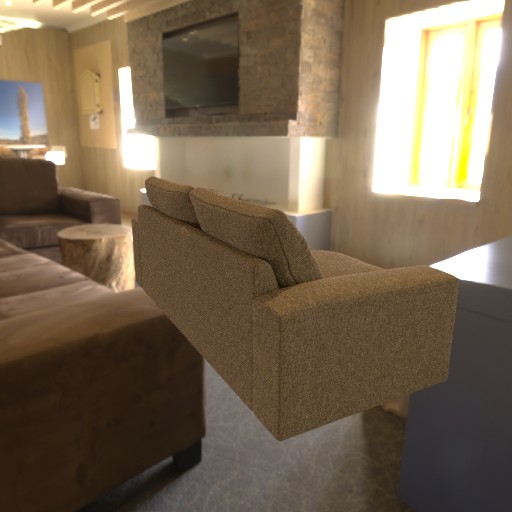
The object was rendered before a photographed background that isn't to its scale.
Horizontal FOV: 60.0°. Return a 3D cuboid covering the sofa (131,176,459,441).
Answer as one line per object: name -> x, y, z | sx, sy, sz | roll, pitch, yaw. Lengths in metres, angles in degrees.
sofa -> 0.000, 0.000, 2.837 | 1.040, 0.922, 2.299 | -8, 17, -27
